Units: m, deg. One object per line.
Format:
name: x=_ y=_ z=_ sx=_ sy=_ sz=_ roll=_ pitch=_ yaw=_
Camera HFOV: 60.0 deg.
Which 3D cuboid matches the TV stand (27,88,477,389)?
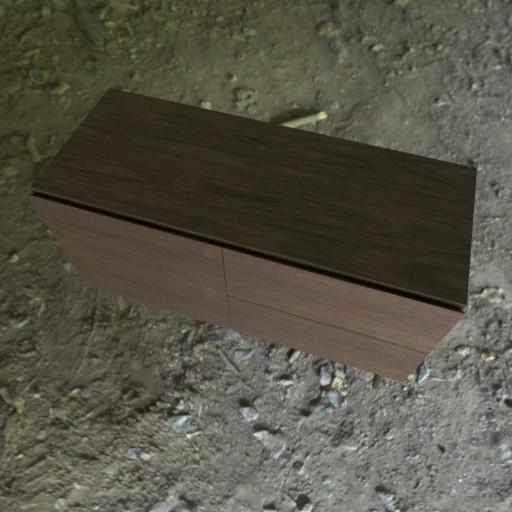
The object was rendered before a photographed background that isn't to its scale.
TV stand: x=0.000 y=0.000 z=1.323 sx=0.990 sy=0.660 sz=0.405 roll=15 pitch=58 yaw=10
